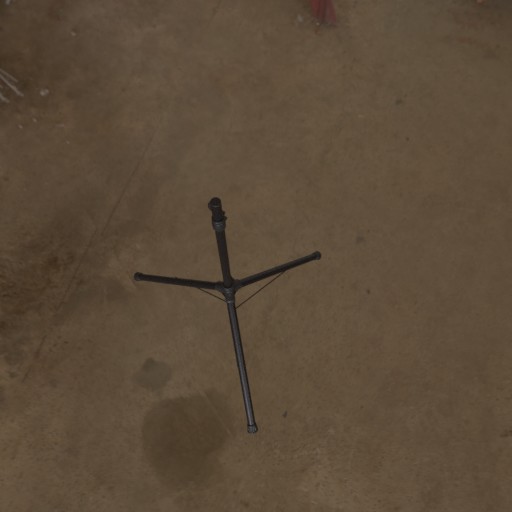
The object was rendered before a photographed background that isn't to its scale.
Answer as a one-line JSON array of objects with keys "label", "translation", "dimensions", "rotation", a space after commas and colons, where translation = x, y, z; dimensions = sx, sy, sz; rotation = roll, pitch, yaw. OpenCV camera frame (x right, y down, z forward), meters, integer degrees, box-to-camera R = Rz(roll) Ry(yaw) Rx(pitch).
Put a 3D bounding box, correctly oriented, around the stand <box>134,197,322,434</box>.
[{"label": "stand", "translation": [0.000, 0.000, 1.872], "dimensions": [0.907, 1.136, 1.045], "rotation": [-34, 69, -15]}]
